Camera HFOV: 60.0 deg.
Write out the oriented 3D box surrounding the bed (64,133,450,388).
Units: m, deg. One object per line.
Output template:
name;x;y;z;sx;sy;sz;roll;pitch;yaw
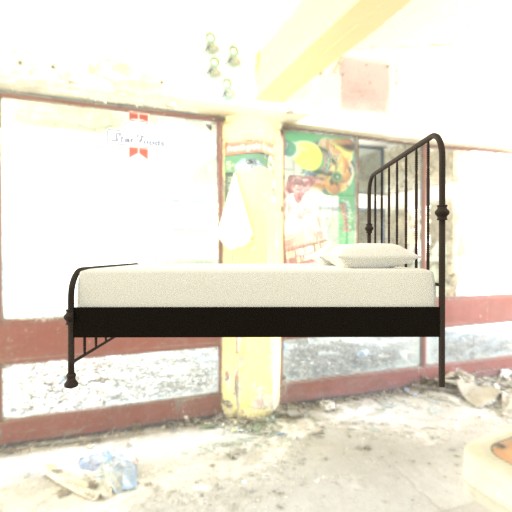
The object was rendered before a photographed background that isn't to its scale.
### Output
bed;0.000;0.000;3.226;2.134;1.446;1.616;0;0;0
